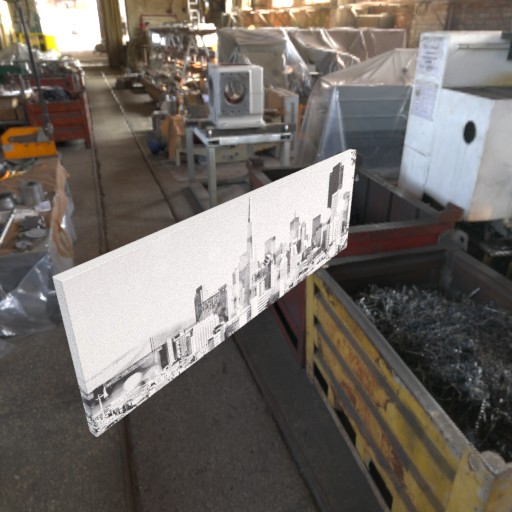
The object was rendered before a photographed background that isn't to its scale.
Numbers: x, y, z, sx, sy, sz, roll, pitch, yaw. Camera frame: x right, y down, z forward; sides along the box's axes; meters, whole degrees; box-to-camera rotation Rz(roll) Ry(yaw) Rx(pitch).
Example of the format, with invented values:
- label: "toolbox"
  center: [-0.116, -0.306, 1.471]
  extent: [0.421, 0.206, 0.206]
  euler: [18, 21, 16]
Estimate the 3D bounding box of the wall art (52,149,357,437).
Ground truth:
- label: "wall art"
  center: [0.000, 0.000, 1.674]
  extent: [0.039, 0.507, 1.520]
  euler: [19, 33, 33]
